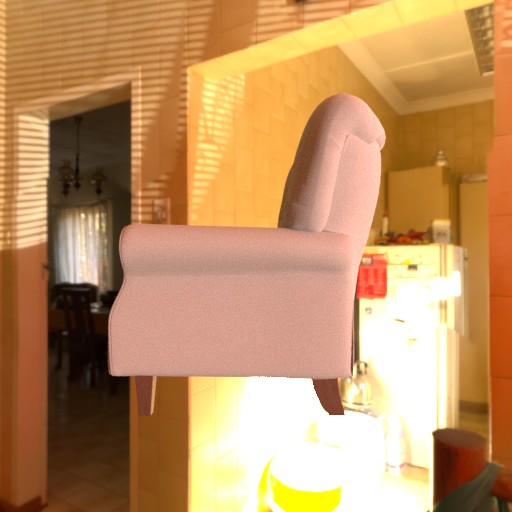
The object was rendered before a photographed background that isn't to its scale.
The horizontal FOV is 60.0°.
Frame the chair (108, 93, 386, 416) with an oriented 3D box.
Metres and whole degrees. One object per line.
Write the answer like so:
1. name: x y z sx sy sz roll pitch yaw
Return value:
1. chair: 0.000 0.000 2.081 1.128 1.217 1.090 0 0 1
